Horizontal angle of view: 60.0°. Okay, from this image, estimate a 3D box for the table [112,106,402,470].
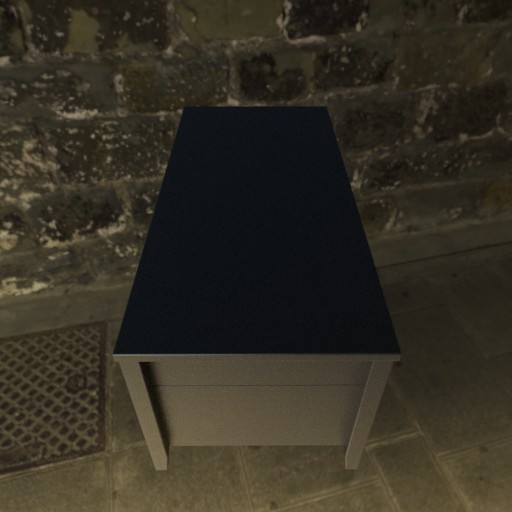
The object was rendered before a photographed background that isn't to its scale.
[{"bbox_3d":[0.000,0.000,1.268,0.483,0.457,1.016,0,41,0],"label":"table"}]
